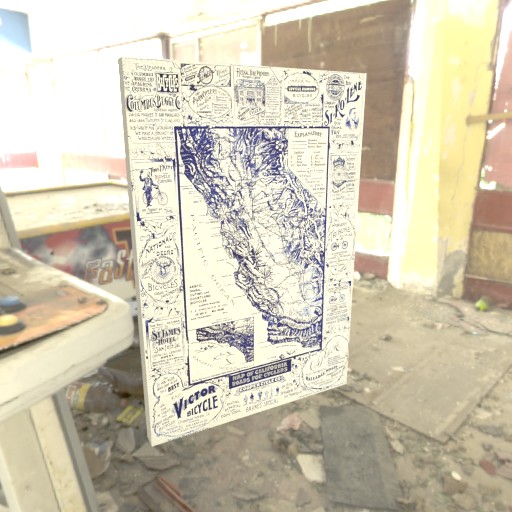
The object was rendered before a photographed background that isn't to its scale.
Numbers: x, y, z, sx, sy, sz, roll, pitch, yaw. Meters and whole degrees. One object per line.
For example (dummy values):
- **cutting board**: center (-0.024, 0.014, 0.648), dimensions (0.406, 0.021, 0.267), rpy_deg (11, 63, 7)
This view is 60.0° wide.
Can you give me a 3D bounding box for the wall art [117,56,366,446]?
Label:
- **wall art**: center (0.000, 0.000, 0.953), dimensions (0.511, 0.753, 0.039), rpy_deg (-8, 18, -26)
